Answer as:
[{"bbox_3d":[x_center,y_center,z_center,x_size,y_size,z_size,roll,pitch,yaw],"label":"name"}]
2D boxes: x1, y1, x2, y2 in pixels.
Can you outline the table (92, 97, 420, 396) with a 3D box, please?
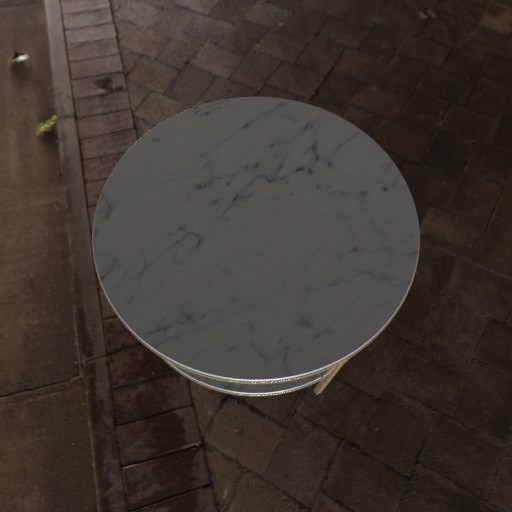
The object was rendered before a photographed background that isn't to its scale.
[{"bbox_3d":[0.000,0.000,1.291,0.800,0.450,0.800,0,64,0],"label":"table"}]
